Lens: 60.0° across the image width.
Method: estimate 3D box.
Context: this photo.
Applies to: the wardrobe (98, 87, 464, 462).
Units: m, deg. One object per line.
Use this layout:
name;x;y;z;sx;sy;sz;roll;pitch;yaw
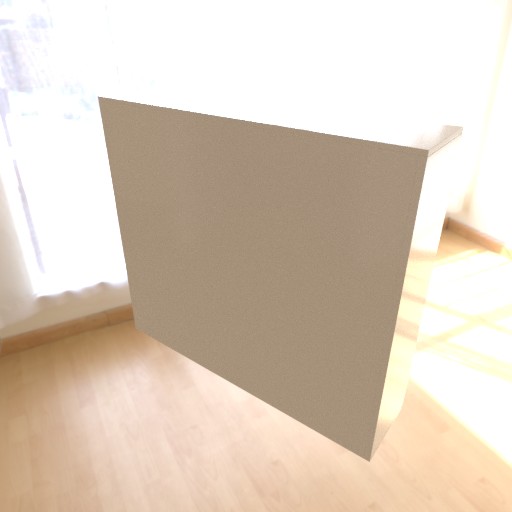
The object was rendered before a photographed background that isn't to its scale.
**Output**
wardrobe;0.000;0.000;1.864;1.340;1.200;0.360;20;35;32
